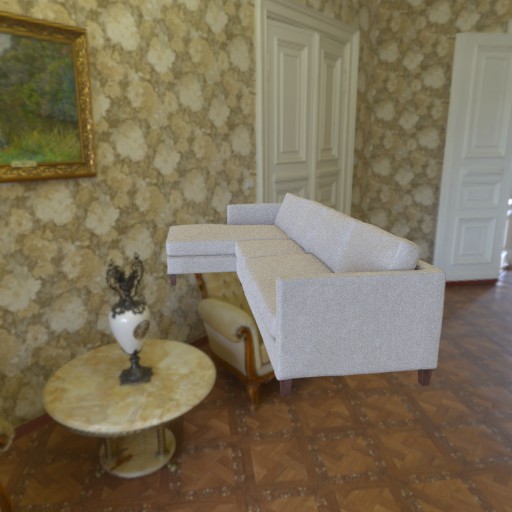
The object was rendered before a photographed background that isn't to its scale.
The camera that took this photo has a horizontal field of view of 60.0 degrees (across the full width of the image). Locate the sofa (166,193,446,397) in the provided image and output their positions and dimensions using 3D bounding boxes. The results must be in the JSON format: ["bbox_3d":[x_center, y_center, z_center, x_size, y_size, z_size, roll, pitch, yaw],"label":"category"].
[{"bbox_3d":[0.000,0.000,3.846,1.625,0.846,3.186,-2,14,-8],"label":"sofa"}]
